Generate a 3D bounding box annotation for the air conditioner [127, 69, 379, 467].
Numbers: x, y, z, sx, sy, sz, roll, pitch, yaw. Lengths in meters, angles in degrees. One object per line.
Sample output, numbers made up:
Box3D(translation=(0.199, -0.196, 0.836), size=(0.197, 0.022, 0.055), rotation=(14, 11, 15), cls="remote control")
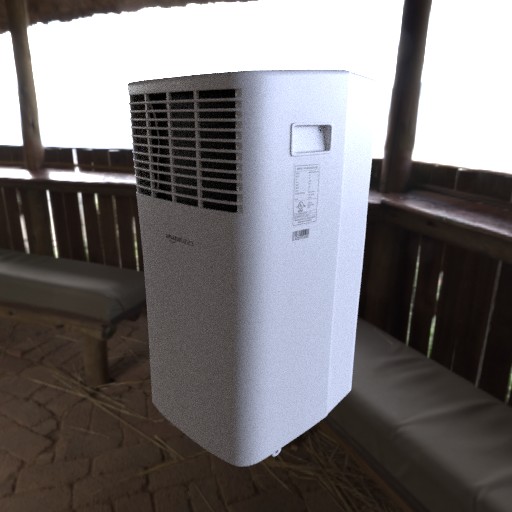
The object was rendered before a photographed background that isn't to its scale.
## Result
Box3D(translation=(0.000, 0.000, 0.796), size=(0.304, 0.606, 0.349), rotation=(16, 24, 42), cls="air conditioner")
